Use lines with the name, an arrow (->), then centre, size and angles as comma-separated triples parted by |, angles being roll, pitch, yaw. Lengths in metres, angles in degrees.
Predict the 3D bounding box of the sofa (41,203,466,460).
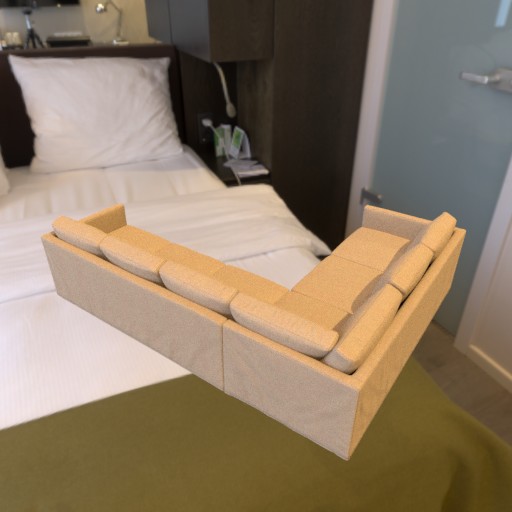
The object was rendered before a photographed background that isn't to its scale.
sofa -> 0.000, 0.000, 4.268 | 3.182, 0.871, 2.432 | 20, 37, 30
